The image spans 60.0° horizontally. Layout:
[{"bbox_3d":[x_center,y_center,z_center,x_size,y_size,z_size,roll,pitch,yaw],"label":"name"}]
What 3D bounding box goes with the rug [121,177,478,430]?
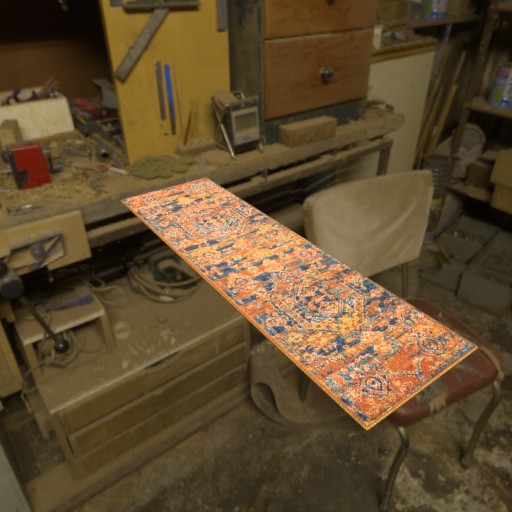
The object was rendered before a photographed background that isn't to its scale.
[{"bbox_3d":[0.000,0.000,1.991,0.556,0.013,1.820,-21,38,-30],"label":"rug"}]
